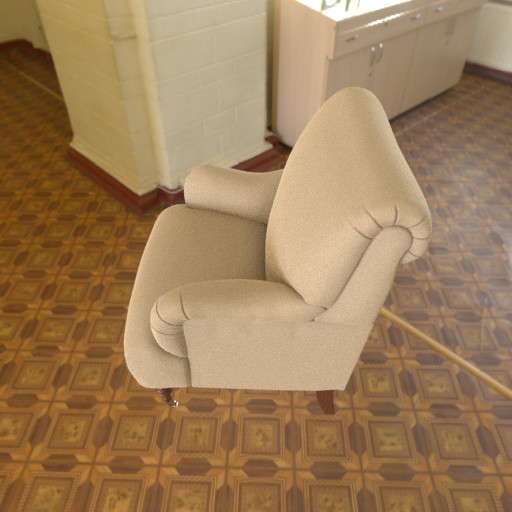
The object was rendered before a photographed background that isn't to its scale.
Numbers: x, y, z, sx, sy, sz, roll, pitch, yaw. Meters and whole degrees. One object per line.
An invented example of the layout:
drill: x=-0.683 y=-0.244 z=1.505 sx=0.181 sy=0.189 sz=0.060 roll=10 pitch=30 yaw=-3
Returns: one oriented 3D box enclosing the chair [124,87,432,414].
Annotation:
chair: x=0.000 y=0.000 z=1.535 sx=0.842 sy=0.942 sz=0.766 roll=1 pitch=42 yaw=1
